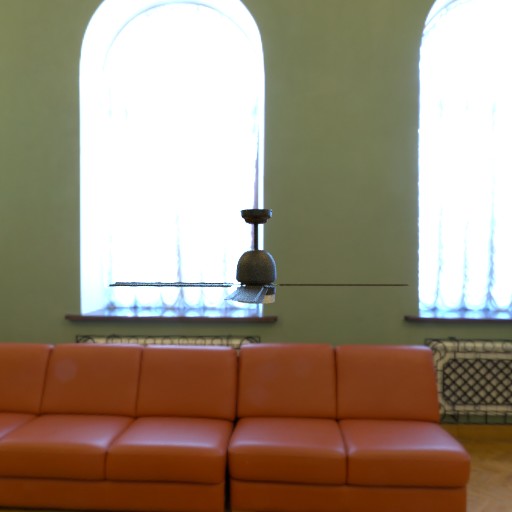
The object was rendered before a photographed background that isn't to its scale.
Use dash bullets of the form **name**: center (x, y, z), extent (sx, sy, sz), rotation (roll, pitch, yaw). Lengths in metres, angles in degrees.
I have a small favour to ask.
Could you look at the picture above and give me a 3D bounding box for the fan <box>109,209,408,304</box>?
- **fan**: center (0.000, 0.000, 1.989), extent (1.319, 0.410, 1.319), rotation (0, 1, 2)
